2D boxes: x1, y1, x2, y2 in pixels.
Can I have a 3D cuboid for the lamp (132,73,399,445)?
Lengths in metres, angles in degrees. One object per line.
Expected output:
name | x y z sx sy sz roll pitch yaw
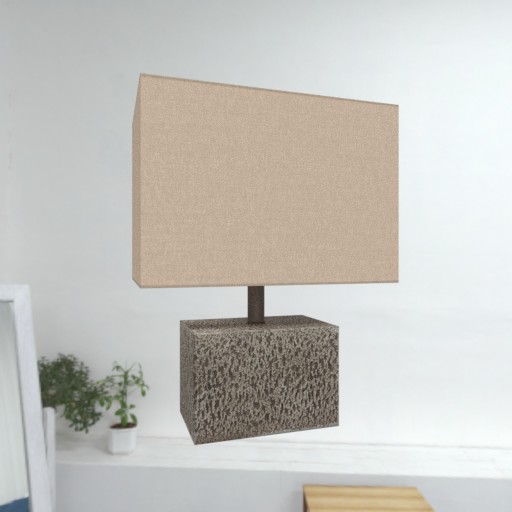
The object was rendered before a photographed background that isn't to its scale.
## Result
lamp | 0.000 0.000 0.560 0.294 0.411 0.180 0 0 -18
